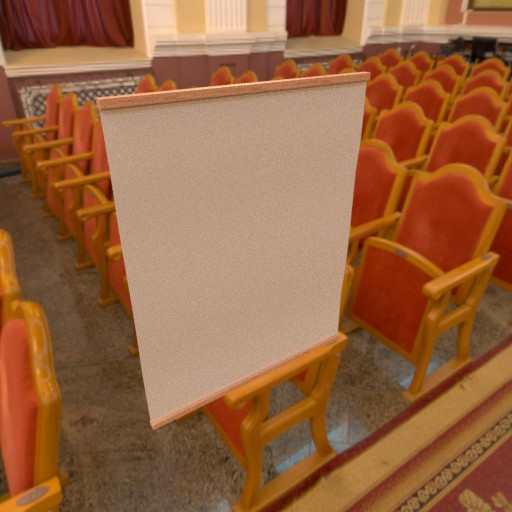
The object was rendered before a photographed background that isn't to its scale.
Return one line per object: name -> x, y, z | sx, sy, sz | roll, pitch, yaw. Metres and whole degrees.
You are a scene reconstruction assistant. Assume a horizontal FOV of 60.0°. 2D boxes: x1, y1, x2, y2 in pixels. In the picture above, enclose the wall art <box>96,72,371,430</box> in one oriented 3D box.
wall art -> 0.000, 0.000, 0.692 | 0.406, 0.508, 0.013 | -18, 34, -29
